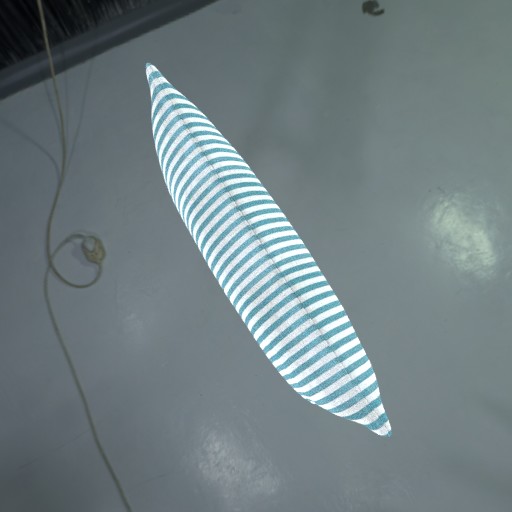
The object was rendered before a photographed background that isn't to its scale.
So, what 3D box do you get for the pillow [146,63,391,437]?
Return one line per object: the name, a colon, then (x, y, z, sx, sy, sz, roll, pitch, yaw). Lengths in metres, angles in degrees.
pillow: (0.000, 0.000, 0.737, 0.151, 0.295, 0.617, -31, 77, -8)
